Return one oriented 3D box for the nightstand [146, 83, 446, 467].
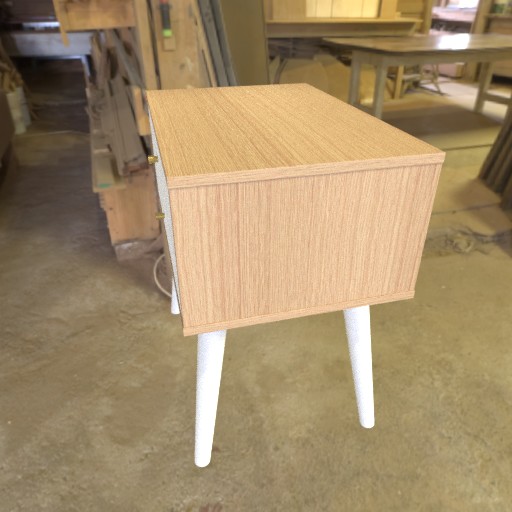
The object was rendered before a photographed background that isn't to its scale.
[{"bbox_3d":[0.000,0.000,0.976,0.407,0.610,0.571,-8,32,-13],"label":"nightstand"}]
